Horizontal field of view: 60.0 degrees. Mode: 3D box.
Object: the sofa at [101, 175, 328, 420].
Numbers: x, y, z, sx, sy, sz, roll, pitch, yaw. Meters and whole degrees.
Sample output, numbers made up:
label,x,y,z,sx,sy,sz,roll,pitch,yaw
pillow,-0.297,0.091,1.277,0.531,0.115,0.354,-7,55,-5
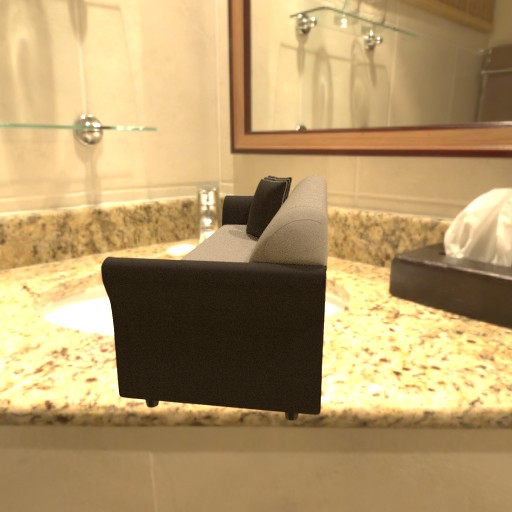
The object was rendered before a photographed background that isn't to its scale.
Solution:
label,x,y,z,sx,sy,sz,roll,pitch,yaw
sofa,0.000,0.000,2.437,0.755,0.787,2.001,2,14,8
